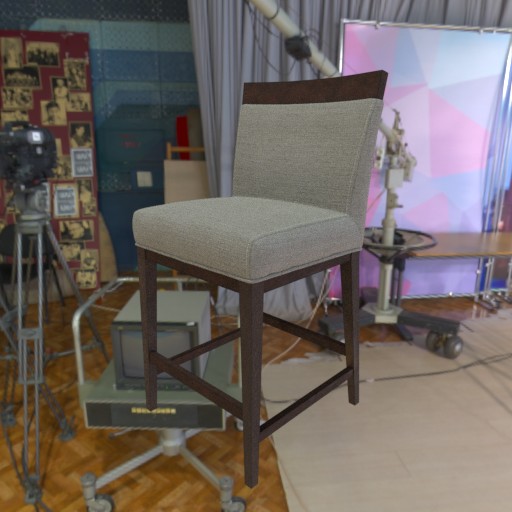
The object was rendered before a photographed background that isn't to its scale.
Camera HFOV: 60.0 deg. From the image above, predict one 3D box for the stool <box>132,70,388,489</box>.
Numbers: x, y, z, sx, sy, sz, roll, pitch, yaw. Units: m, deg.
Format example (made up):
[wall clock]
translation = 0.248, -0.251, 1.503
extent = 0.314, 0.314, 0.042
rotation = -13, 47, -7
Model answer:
[stool]
translation = 0.000, 0.000, 1.301
extent = 0.512, 1.009, 0.531
rotation = 15, 22, 42
